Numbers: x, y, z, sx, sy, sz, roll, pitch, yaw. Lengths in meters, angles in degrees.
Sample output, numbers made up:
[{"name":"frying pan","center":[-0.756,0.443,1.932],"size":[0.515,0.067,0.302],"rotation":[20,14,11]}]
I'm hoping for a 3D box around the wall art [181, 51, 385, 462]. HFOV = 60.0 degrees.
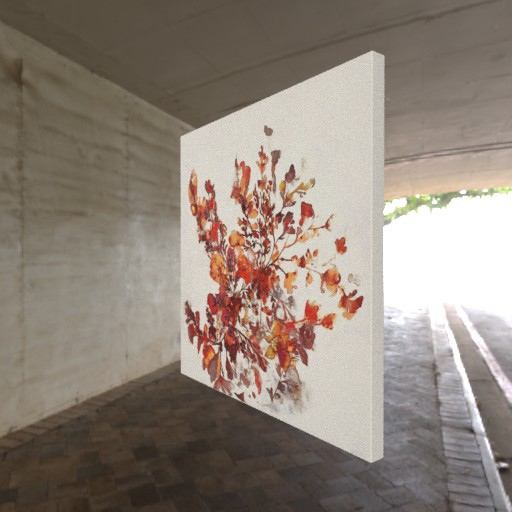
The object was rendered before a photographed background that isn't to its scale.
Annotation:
[{"name":"wall art","center":[0.000,0.000,1.500],"size":[0.049,1.009,1.009],"rotation":[0,1,-37]}]
